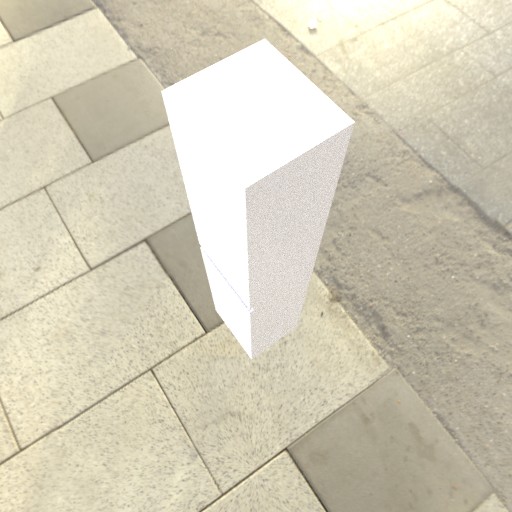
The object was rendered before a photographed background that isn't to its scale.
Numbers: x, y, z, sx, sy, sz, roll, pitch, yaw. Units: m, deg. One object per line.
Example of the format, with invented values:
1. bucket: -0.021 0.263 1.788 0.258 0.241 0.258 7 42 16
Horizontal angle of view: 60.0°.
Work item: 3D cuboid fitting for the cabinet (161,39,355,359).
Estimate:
1. cabinet: 0.000 0.000 1.533 0.269 1.400 0.300 -33 69 -15
